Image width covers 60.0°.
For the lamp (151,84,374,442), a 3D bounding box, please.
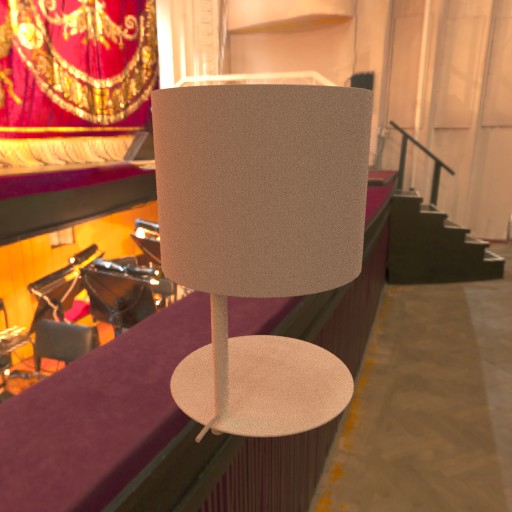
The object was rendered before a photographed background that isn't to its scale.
[{"bbox_3d":[0.000,0.000,0.658,0.299,0.454,0.341,8,18,26],"label":"lamp"}]
